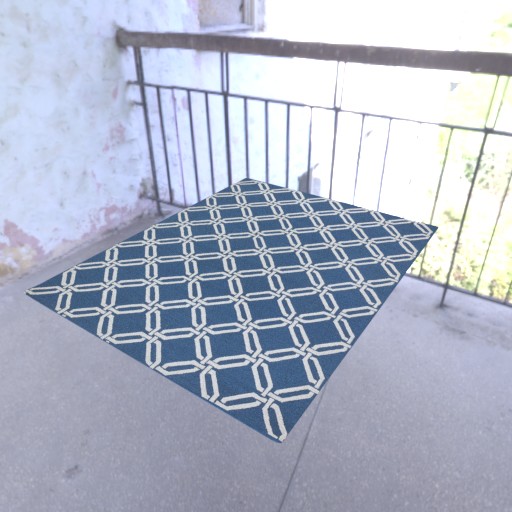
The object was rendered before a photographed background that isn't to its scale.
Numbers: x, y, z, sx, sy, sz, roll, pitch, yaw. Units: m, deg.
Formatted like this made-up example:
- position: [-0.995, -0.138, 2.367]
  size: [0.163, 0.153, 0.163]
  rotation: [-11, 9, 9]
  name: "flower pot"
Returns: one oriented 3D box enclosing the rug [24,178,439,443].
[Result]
- position: [0.000, 0.000, 3.772]
  size: [2.277, 0.020, 2.867]
  rotation: [20, 36, 29]
  name: "rug"
